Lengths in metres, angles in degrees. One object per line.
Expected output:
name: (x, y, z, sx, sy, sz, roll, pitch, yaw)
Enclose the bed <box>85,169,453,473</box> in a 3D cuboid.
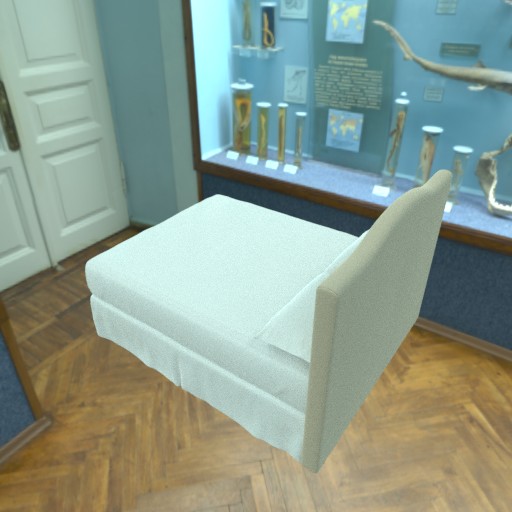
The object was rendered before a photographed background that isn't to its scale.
bed: (0.000, 0.000, 3.330, 2.143, 1.460, 1.753, 21, 37, 30)
